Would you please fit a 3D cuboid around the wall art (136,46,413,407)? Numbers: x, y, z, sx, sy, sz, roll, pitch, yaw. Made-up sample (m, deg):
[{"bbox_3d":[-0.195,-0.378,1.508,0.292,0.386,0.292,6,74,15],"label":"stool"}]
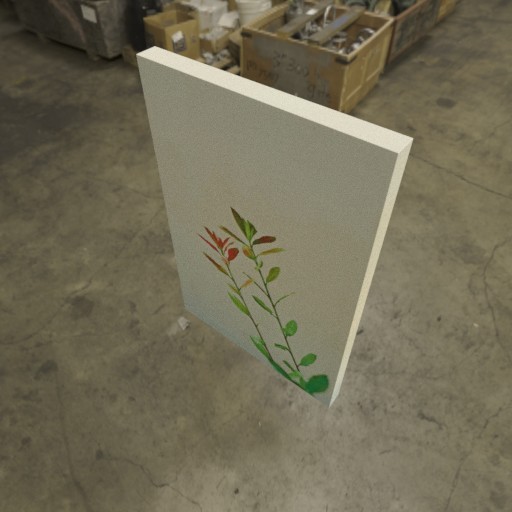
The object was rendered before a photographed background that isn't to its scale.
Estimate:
[{"bbox_3d":[0.000,0.000,0.783,0.408,0.611,0.038,29,53,25],"label":"wall art"}]
